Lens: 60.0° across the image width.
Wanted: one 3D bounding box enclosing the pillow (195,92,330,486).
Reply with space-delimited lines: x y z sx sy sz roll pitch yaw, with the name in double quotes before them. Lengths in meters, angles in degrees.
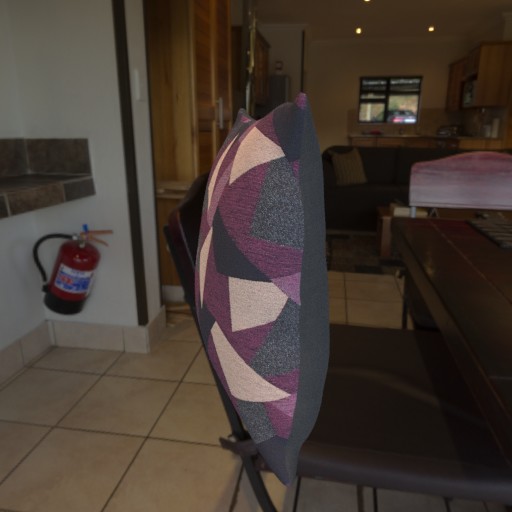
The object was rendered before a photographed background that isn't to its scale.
"pillow" 0.000 0.000 0.748 0.208 0.496 0.503 -2 16 -9
